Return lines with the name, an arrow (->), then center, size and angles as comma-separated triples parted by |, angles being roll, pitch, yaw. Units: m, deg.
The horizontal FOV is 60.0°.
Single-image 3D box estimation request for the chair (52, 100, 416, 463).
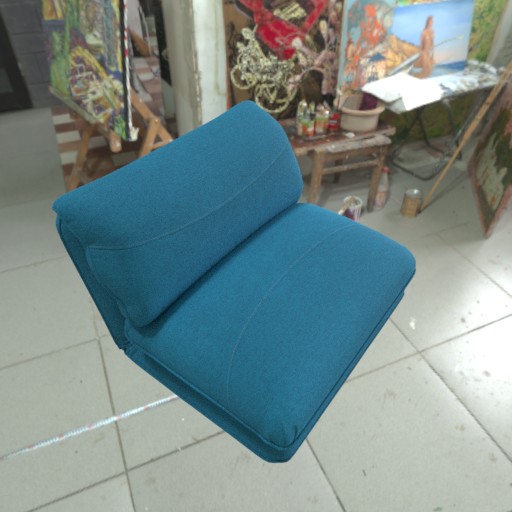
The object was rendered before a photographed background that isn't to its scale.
chair -> 0.000, 0.000, 1.342 | 0.780, 0.580, 0.820 | 27, 48, 27
